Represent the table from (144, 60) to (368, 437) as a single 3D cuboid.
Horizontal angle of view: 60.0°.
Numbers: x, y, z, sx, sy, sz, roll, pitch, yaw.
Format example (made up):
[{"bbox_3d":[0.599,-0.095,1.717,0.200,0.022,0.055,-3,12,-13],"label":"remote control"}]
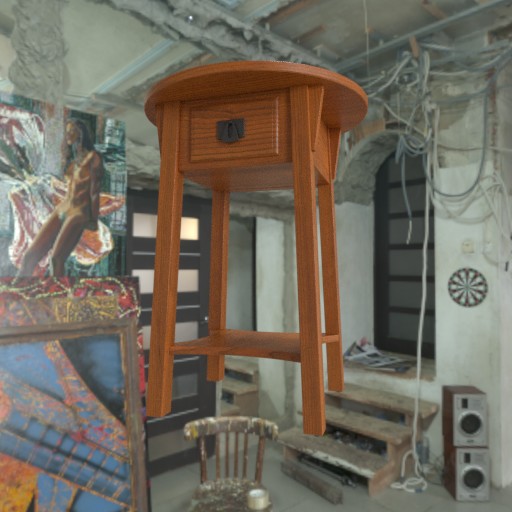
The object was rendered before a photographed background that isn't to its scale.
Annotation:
[{"bbox_3d":[0.000,0.000,0.924,0.457,0.610,0.457,0,-2,0],"label":"table"}]
